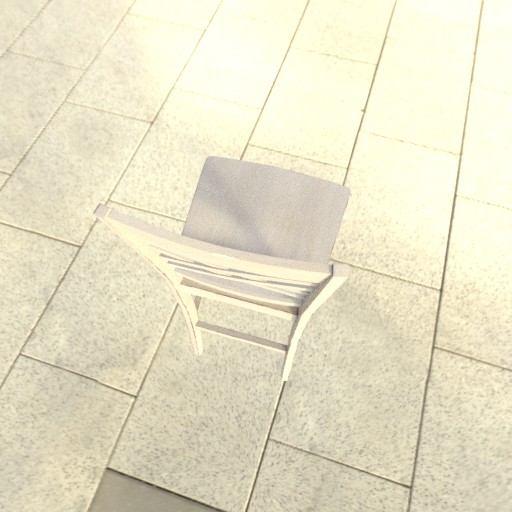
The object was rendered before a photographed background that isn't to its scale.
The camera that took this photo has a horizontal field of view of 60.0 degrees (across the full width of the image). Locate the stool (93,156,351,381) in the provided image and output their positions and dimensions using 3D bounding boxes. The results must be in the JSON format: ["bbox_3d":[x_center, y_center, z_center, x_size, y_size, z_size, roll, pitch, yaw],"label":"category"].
[{"bbox_3d":[0.000,0.000,1.352,0.462,1.079,0.539,14,64,7],"label":"stool"}]
